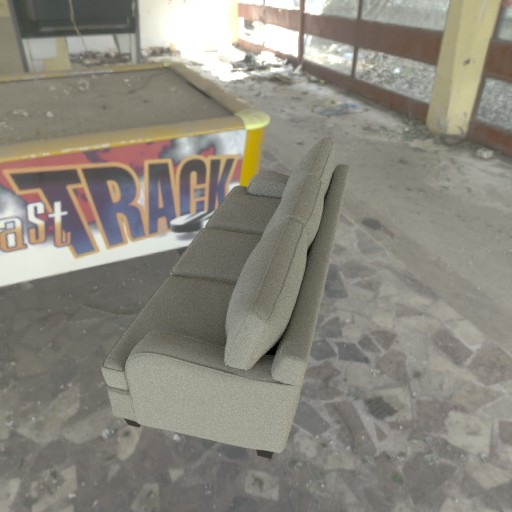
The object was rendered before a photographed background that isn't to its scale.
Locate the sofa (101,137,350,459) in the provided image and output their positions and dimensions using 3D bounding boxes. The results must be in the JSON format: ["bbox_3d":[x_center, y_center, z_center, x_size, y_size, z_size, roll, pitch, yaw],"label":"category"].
[{"bbox_3d":[0.000,0.000,2.970,1.016,0.997,2.323,8,33,12],"label":"sofa"}]
